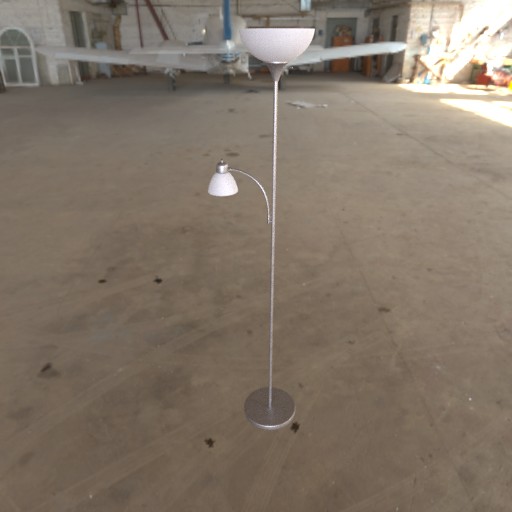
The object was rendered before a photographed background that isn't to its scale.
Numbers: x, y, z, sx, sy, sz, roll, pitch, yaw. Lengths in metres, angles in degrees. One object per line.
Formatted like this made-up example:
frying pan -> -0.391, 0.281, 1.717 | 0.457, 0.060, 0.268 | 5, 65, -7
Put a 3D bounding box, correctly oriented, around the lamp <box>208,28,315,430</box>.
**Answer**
lamp -> 0.000, 0.000, 1.979 | 0.425, 1.804, 0.279 | 9, 28, 17
